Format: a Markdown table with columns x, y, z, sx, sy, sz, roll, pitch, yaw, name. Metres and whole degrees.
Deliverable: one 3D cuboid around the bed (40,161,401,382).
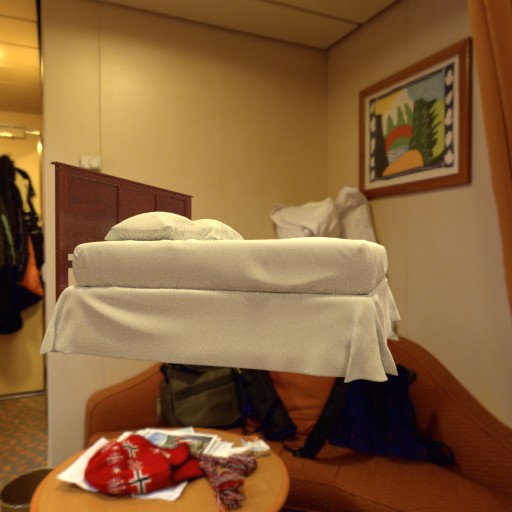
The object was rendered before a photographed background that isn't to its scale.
| x | y | z | sx | sy | sz | roll | pitch | yaw | name |
| --- | --- | --- | --- | --- | --- | --- | --- | --- | --- |
| 0.000 | 0.000 | 3.584 | 2.219 | 1.271 | 2.314 | 0 | 1 | 19 | bed |
